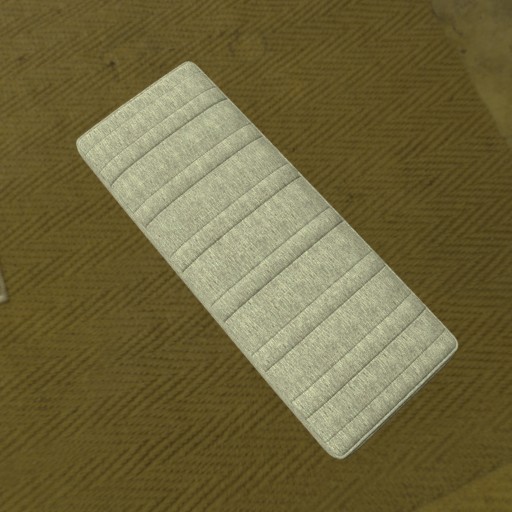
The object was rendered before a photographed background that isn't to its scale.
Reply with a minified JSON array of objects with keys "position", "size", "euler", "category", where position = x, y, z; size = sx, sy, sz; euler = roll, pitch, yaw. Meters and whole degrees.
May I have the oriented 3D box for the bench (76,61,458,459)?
[{"position":[0.000,0.000,1.340],"size":[0.429,0.470,1.100],"euler":[-40,79,-9],"category":"bench"}]
